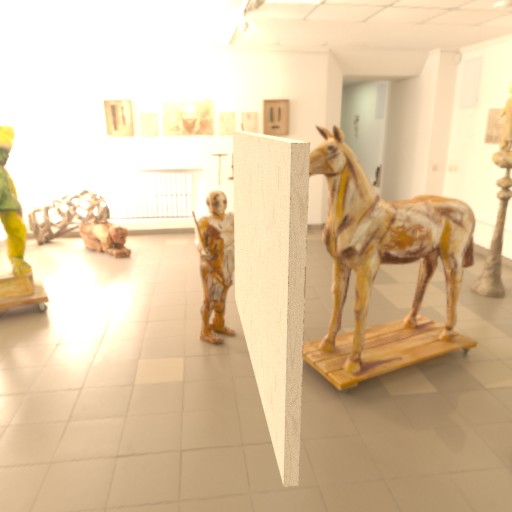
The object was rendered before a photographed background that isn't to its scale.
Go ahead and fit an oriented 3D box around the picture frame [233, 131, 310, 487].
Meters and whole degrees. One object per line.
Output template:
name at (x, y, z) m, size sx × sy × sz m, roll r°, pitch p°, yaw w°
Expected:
picture frame at (0.000, 0.000, 1.209) m, size 0.029 × 0.640 × 0.950 m, roll -2°, pitch 17°, yaw -8°
